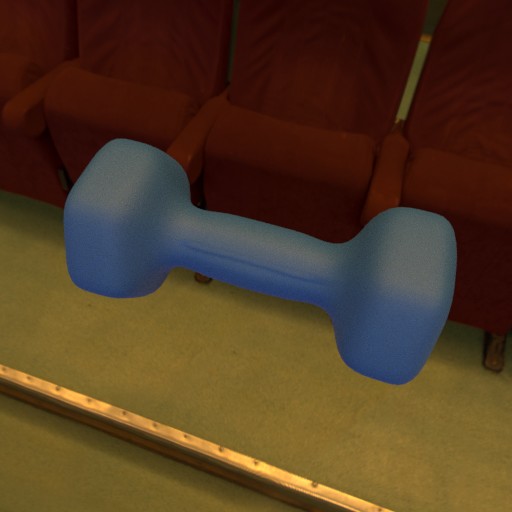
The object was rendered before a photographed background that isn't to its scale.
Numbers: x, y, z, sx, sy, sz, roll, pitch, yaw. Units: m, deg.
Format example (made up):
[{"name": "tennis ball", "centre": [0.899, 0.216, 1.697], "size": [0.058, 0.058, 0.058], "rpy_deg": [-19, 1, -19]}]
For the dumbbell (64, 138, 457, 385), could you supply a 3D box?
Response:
[{"name": "dumbbell", "centre": [0.000, 0.000, 0.262], "size": [0.212, 0.093, 0.103], "rpy_deg": [16, 60, 10]}]
